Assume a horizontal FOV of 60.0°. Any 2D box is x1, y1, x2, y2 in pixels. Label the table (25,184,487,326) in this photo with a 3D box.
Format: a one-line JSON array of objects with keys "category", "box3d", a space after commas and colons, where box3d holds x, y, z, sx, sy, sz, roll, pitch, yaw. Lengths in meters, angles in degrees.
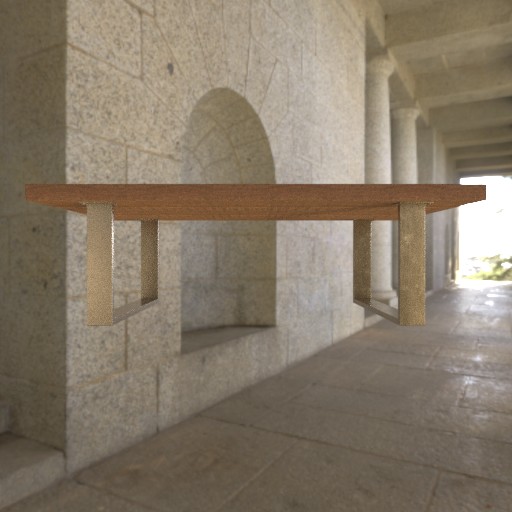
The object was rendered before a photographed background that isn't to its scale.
[{"category": "table", "box3d": [0.000, 0.000, 1.743, 1.400, 0.440, 0.800, 0, 0, 0]}]
